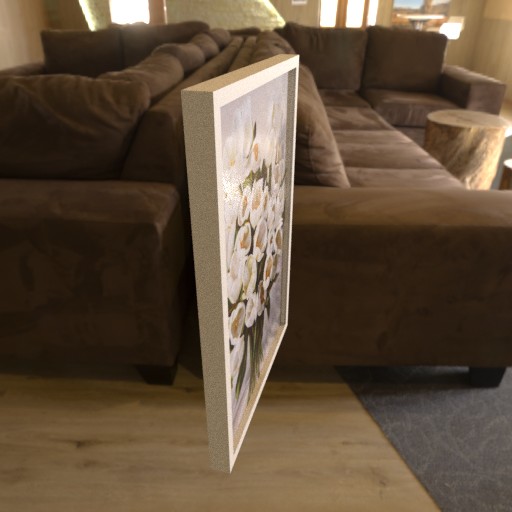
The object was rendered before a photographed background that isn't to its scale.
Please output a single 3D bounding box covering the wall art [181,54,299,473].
[{"bbox_3d":[0.000,0.000,0.835,0.038,0.657,0.450,8,30,15],"label":"wall art"}]
